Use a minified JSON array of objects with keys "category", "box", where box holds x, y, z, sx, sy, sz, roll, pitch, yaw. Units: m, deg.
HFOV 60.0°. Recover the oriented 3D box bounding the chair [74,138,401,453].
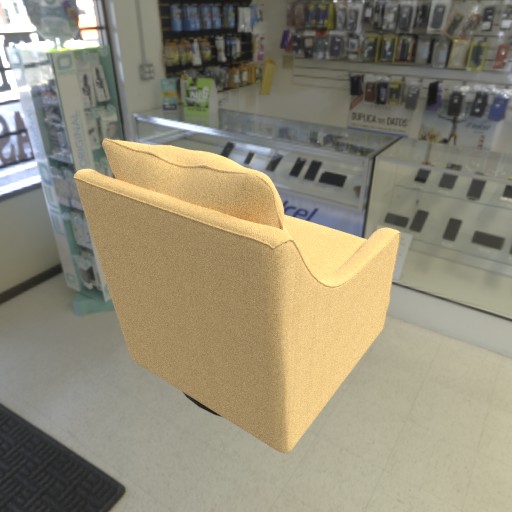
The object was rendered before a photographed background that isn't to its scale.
[{"category":"chair","box":[0.000,0.000,1.599,0.760,0.927,0.876,20,36,31]}]
